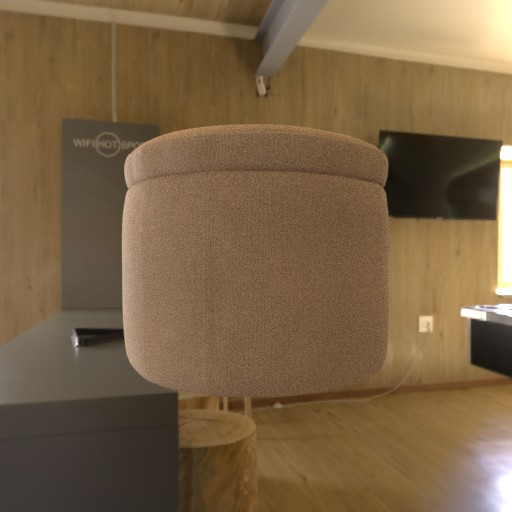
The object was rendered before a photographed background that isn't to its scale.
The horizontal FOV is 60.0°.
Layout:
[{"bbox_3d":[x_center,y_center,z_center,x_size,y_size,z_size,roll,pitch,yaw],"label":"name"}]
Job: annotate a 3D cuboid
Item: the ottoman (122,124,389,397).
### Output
[{"bbox_3d":[0.000,0.000,0.861,0.497,0.409,0.497,0,0,0],"label":"ottoman"}]
